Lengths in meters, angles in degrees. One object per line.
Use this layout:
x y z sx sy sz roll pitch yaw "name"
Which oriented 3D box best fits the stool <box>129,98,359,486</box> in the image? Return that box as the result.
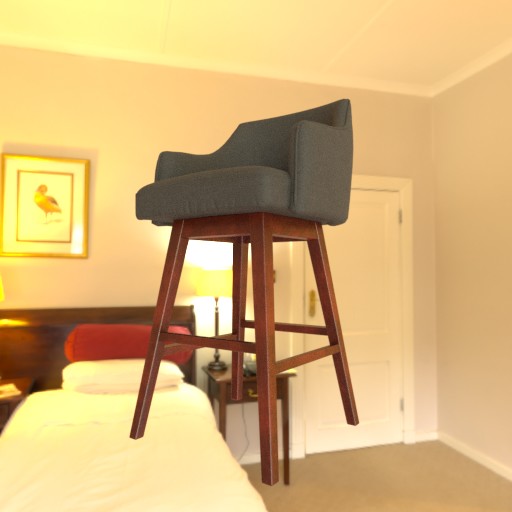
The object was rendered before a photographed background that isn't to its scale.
0.000 0.000 1.325 0.548 1.012 0.558 -1 -2 36 "stool"
